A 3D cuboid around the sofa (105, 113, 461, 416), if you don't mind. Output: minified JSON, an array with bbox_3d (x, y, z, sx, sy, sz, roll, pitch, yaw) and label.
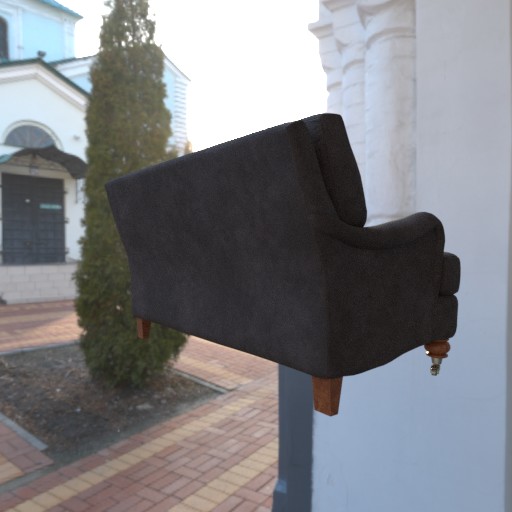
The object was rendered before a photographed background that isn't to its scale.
[{"bbox_3d":[0.000,0.000,2.450,1.084,1.101,1.853,-1,2,-37],"label":"sofa"}]
